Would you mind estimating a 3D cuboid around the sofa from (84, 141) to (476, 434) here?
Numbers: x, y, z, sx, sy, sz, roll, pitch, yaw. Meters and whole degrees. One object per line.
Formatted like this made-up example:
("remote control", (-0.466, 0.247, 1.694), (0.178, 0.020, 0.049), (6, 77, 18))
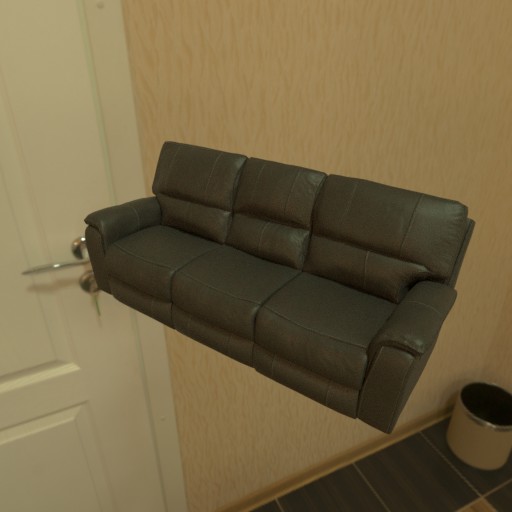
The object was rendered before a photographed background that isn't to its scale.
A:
("sofa", (0.000, 0.000, 3.137), (2.627, 1.134, 1.104), (19, 35, 30))
